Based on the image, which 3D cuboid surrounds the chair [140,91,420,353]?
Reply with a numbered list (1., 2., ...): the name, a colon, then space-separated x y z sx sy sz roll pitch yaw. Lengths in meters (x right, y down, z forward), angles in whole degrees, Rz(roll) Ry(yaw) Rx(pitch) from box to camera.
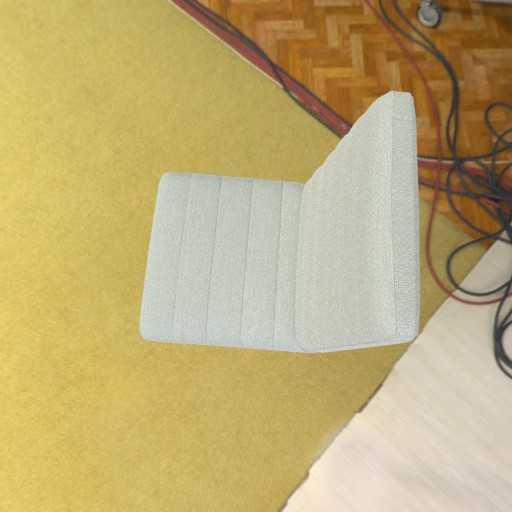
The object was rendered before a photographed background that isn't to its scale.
1. chair: 0.000 0.000 1.284 0.634 0.930 0.520 4 75 1
